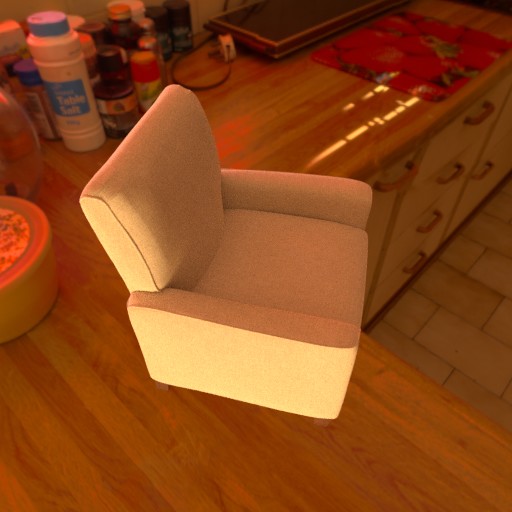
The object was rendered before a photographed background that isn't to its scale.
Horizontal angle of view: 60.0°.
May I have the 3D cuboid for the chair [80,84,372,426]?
[{"bbox_3d":[0.000,0.000,1.697,0.859,1.023,0.845,10,47,9],"label":"chair"}]
